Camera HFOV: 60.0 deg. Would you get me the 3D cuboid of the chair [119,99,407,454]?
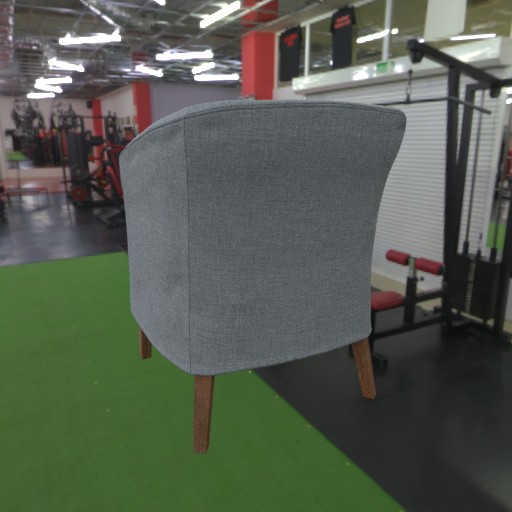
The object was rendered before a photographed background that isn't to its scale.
[{"bbox_3d":[0.000,0.000,1.229,0.600,0.771,0.668,-7,16,-26],"label":"chair"}]
